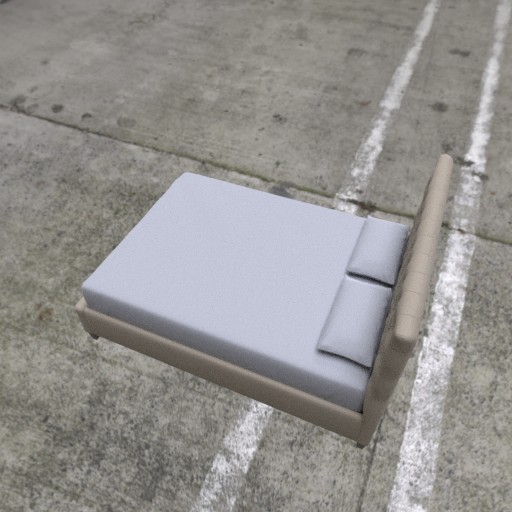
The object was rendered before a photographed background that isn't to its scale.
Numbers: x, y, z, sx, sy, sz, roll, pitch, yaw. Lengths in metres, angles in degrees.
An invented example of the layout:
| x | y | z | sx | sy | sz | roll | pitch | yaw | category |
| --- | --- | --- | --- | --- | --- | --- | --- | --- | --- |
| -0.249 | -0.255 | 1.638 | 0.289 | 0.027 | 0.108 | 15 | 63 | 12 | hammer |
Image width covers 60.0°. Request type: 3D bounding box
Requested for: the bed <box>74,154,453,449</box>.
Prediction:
| x | y | z | sx | sy | sz | roll | pitch | yaw | category |
| --- | --- | --- | --- | --- | --- | --- | --- | --- | --- |
| 0.000 | 0.000 | 3.449 | 2.387 | 1.427 | 1.698 | 17 | 49 | 16 | bed |
